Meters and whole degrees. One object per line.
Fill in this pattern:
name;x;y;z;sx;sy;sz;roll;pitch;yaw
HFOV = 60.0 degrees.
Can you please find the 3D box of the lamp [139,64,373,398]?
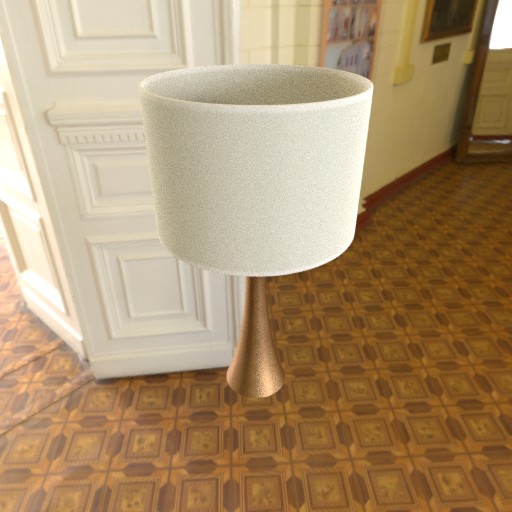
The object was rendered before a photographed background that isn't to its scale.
lamp;0.000;0.000;0.641;0.268;0.479;0.268;-2;31;-3
